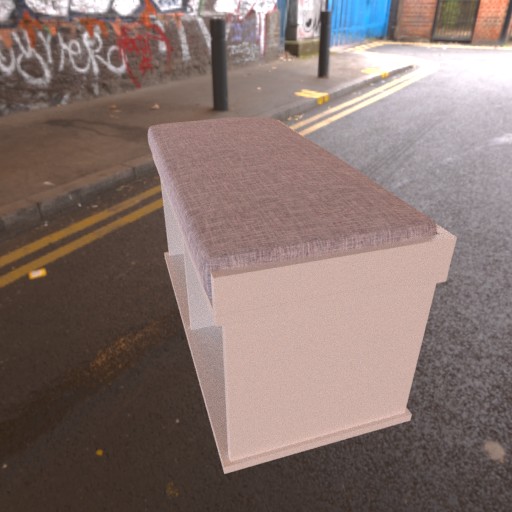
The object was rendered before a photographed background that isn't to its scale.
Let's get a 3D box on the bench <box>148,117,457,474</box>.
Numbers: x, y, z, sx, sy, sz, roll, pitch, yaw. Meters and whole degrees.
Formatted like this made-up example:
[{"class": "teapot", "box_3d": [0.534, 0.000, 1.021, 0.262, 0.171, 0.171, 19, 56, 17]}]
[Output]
[{"class": "bench", "box_3d": [0.000, 0.000, 0.980, 0.362, 0.461, 0.734, -9, 31, -15]}]
